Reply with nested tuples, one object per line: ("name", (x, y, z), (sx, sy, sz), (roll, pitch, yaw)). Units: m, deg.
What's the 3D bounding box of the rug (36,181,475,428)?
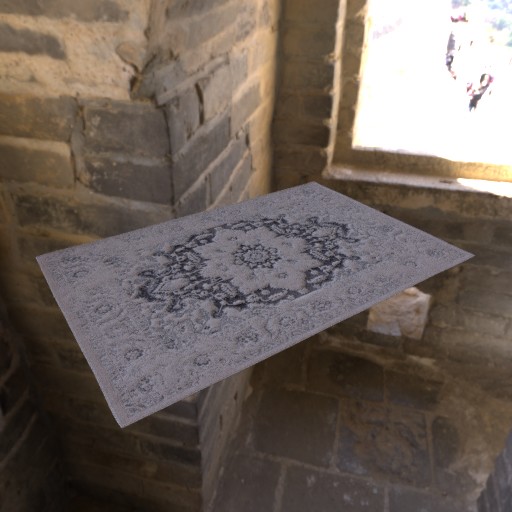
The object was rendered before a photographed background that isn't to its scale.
("rug", (0.000, 0.000, 2.195), (1.813, 0.008, 1.223), (-19, 36, -29))
